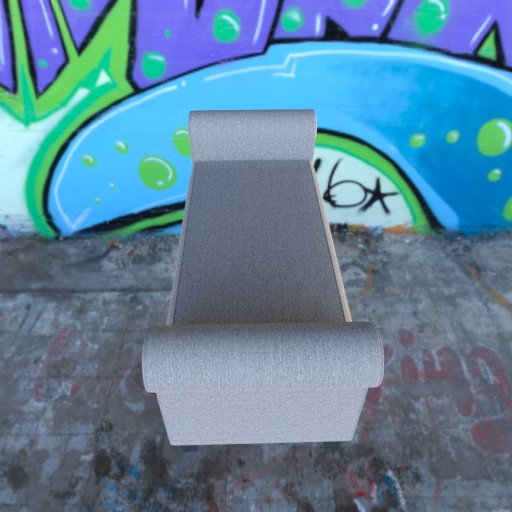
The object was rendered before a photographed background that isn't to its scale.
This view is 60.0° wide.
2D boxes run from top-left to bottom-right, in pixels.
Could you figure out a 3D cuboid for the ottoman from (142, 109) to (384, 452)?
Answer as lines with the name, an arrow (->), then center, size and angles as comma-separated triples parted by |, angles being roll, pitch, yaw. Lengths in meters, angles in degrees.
ottoman -> 0.000, 0.000, 1.534 | 0.521, 0.547, 1.256 | -1, 42, -1
